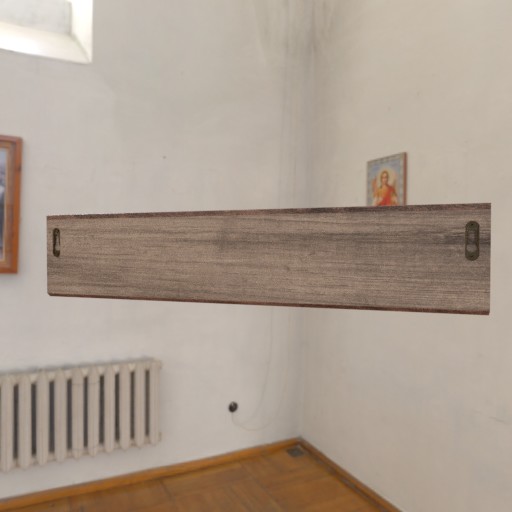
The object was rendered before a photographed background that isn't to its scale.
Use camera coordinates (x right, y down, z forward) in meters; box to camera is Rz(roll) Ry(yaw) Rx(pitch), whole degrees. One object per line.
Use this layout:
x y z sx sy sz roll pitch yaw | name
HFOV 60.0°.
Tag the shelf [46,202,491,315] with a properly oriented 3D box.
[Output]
0.000 0.000 0.678 0.610 0.125 0.200 0 1 18 | shelf
